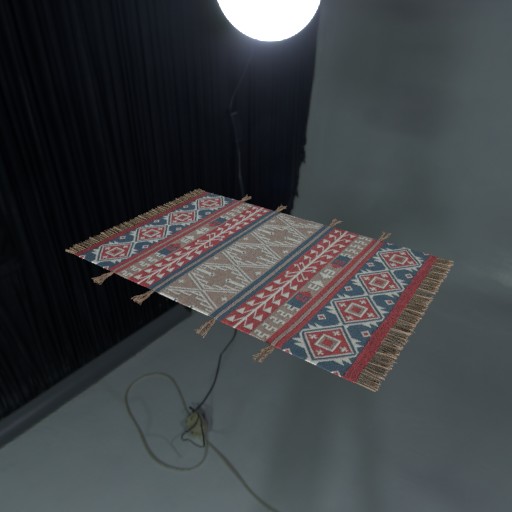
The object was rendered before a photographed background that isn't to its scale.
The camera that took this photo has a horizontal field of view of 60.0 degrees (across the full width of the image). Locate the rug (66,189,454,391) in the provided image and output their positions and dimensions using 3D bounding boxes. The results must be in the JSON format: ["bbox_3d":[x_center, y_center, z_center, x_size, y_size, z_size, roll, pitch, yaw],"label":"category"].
[{"bbox_3d":[0.000,0.000,2.673,2.025,0.040,1.469,19,35,30],"label":"rug"}]
